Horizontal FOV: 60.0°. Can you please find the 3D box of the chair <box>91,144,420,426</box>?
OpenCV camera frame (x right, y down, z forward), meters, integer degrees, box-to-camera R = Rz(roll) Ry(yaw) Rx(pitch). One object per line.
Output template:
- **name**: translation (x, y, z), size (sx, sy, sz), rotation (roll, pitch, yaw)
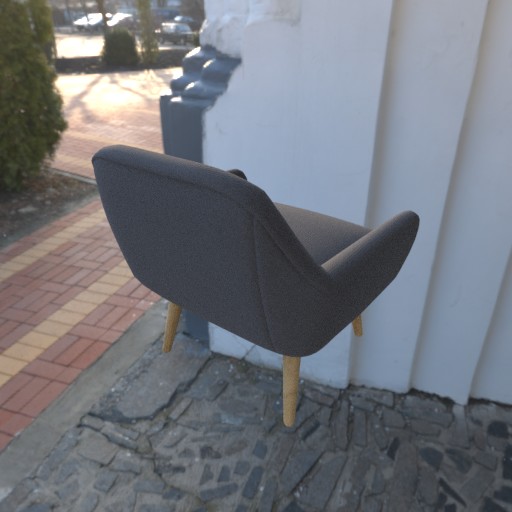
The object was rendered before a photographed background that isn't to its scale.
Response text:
- **chair**: translation (0.000, 0.000, 1.392), size (0.770, 0.800, 0.779), rotation (20, 34, 33)
